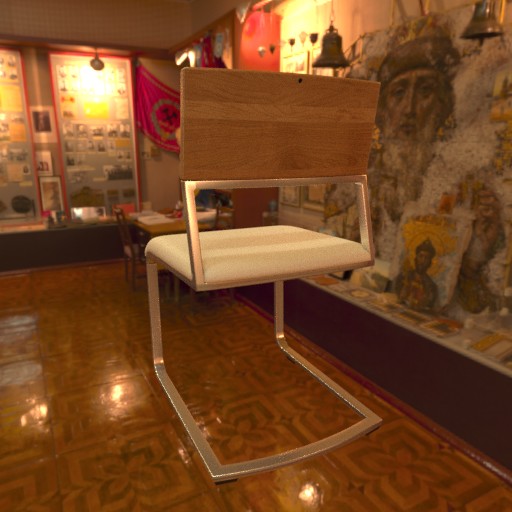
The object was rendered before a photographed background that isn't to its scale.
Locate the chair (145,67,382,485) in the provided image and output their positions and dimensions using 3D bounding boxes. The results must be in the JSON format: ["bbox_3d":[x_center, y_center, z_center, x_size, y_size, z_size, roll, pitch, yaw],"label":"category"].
[{"bbox_3d":[0.000,0.000,1.164,0.467,0.844,0.585,-7,15,-25],"label":"chair"}]
